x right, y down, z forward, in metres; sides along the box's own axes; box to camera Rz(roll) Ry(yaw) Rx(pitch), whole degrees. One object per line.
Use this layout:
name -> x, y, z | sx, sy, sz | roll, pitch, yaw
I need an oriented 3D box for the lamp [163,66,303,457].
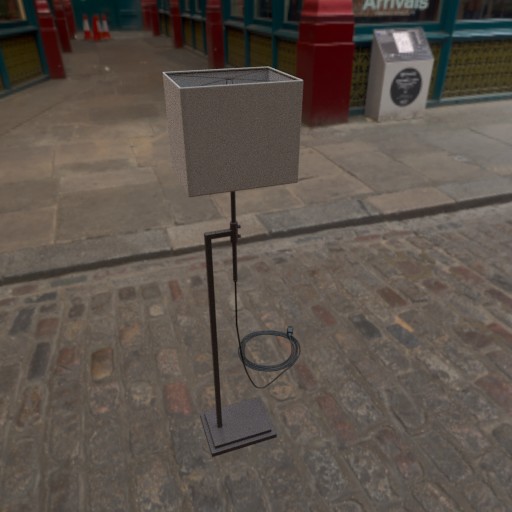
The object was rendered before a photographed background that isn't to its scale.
lamp -> 0.000, 0.000, 1.984 | 0.698, 1.600, 0.774 | -10, 32, -17
